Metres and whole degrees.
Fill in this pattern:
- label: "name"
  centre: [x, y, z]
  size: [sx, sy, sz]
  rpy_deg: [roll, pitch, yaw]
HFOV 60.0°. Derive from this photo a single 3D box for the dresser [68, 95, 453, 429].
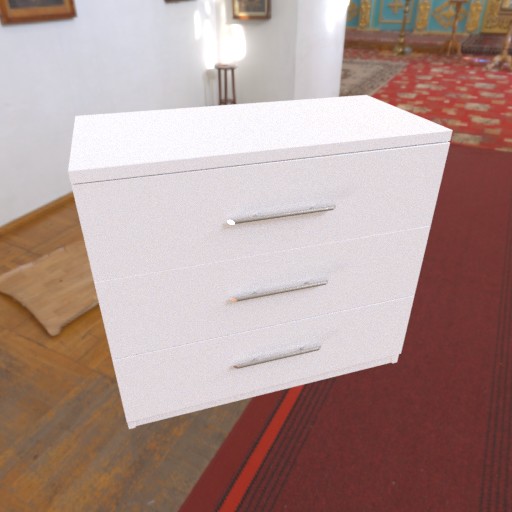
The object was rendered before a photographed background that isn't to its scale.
- label: "dresser"
  centre: [0.000, 0.000, 1.252]
  size: [0.830, 0.740, 0.420]
  rpy_deg: [-9, 33, -15]
